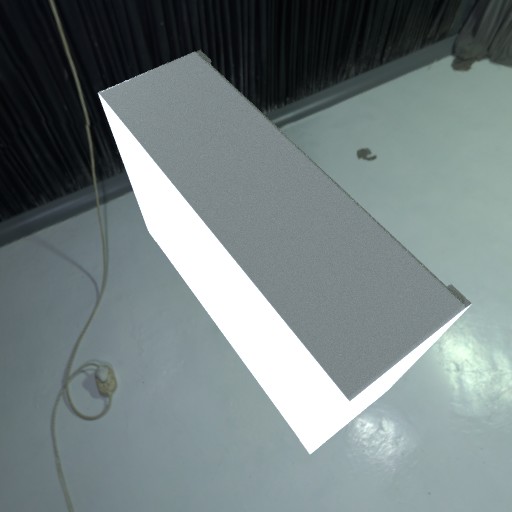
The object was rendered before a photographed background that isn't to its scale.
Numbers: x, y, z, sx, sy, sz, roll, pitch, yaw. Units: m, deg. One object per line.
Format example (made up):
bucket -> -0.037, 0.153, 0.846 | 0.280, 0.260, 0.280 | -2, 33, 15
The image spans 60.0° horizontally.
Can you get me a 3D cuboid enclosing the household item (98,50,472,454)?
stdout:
household item -> 0.000, 0.000, 1.708 | 0.420, 0.867, 1.300 | -32, 64, -18
